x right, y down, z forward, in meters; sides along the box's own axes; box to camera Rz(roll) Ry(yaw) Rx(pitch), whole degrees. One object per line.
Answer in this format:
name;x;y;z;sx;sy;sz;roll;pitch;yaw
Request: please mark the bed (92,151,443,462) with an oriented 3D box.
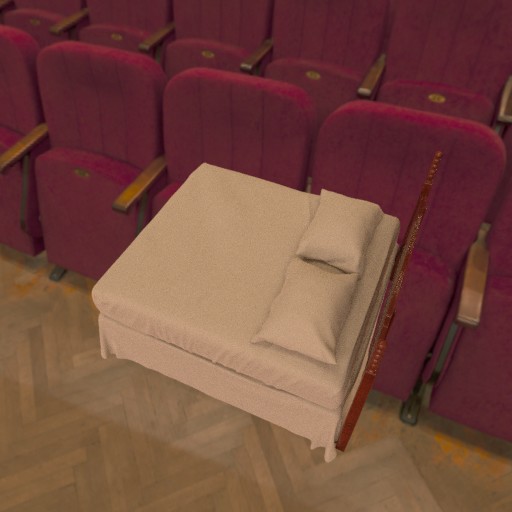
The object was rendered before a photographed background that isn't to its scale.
bed;0.000;0.000;3.249;2.040;1.356;1.873;19;51;16
